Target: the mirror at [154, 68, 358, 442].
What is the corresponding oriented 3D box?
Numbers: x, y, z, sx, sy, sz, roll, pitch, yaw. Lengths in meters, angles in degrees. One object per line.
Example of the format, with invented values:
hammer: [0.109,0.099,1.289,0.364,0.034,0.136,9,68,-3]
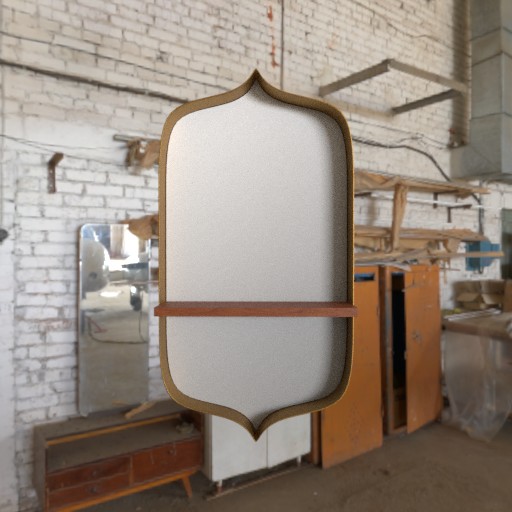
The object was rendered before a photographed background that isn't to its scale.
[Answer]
mirror: [0.000,0.000,0.731,0.323,0.613,0.096,0,1,1]
